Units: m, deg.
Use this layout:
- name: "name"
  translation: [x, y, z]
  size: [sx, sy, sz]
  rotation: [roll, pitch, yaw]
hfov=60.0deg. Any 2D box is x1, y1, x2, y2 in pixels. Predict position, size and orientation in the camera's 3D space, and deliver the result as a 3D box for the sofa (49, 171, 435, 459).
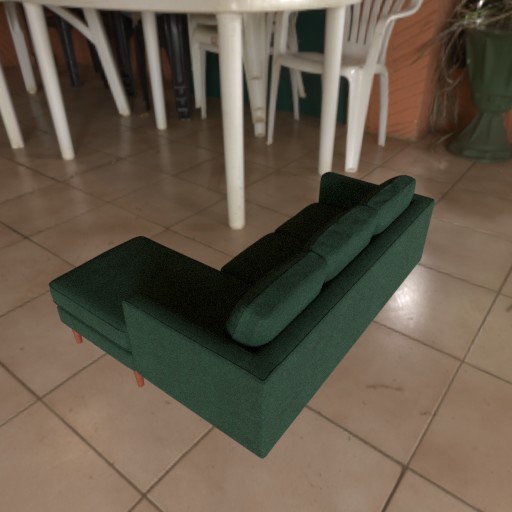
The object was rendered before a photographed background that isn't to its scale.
- name: "sofa"
  translation: [0.000, 0.000, 2.892]
  size: [1.580, 0.899, 2.030]
  rotation: [22, 39, 30]
